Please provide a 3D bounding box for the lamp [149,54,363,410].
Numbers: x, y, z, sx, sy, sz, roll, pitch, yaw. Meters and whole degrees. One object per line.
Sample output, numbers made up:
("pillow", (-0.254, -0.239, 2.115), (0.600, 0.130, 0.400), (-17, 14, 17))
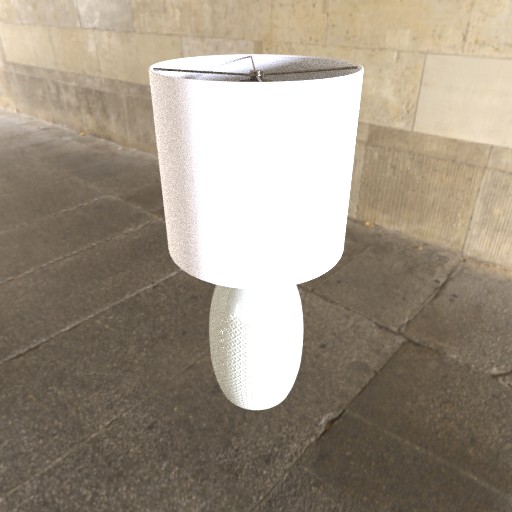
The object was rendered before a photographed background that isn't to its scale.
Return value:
("lamp", (0.000, 0.000, 0.569), (0.217, 0.453, 0.217), (-2, 30, -3))
